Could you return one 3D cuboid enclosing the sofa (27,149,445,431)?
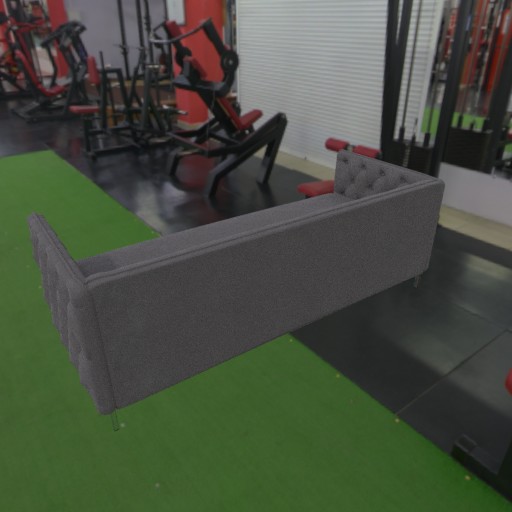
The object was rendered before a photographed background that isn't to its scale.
[{"bbox_3d":[0.000,0.000,2.580,2.209,0.771,0.895,-18,33,-30],"label":"sofa"}]
